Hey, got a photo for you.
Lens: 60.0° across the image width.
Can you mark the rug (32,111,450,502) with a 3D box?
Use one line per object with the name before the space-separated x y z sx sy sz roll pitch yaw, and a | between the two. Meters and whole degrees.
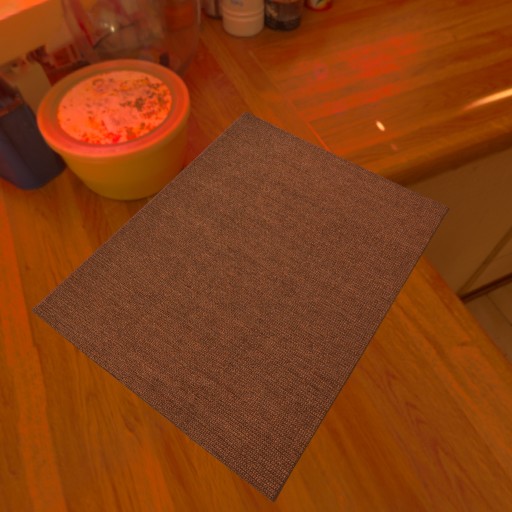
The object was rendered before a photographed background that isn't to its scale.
rug | 0.000 0.000 3.997 2.456 0.021 3.068 31 62 18
